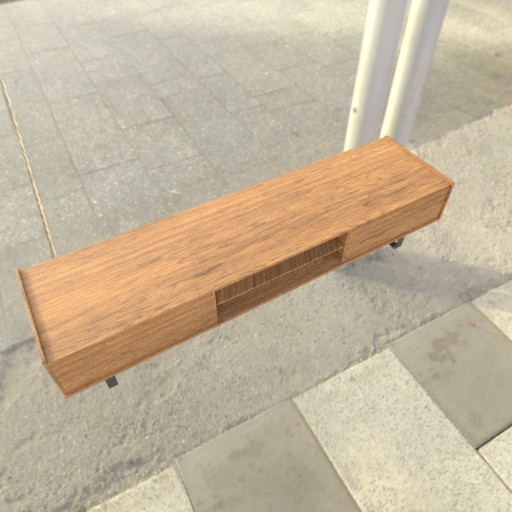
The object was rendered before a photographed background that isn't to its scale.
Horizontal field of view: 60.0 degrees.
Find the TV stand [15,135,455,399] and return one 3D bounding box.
[{"bbox_3d":[0.000,0.000,1.962,1.796,0.415,0.467,-23,51,-20],"label":"TV stand"}]
